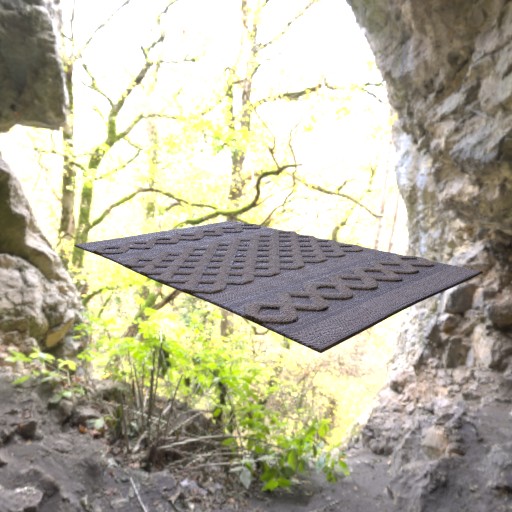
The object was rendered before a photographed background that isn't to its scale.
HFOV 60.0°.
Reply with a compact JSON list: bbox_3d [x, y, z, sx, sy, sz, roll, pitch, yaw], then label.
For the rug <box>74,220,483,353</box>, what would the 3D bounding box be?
[{"bbox_3d":[0.000,0.000,2.948,1.513,0.033,2.333,-13,20,-41],"label":"rug"}]
